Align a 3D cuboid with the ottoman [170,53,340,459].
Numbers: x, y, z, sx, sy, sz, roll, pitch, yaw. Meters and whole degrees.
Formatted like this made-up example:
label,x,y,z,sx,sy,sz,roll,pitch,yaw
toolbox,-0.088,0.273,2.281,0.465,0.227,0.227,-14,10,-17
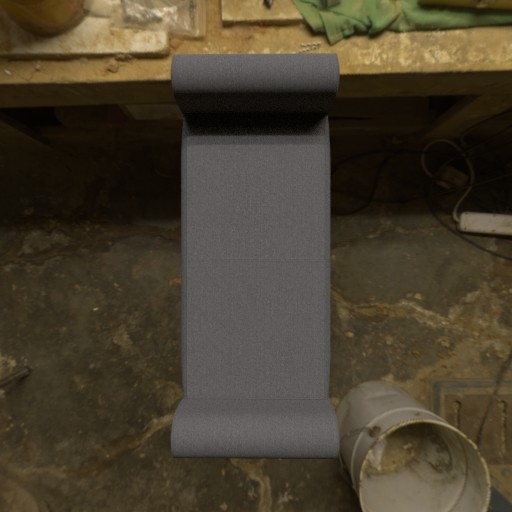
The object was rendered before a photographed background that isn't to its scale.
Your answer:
label,x,y,z,sx,sy,sz,roll,pitch,yaw
ottoman,0.000,0.000,1.593,0.521,0.547,1.256,0,90,1
